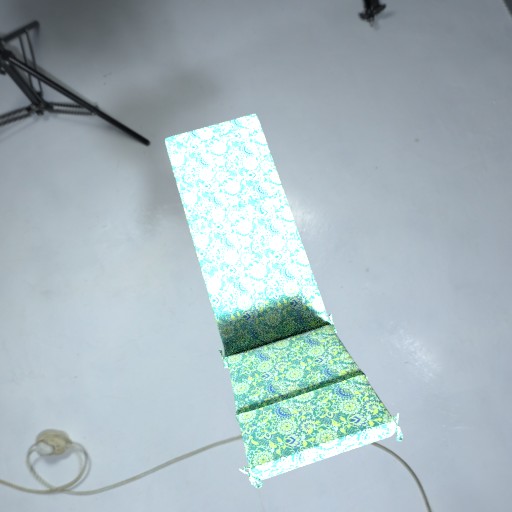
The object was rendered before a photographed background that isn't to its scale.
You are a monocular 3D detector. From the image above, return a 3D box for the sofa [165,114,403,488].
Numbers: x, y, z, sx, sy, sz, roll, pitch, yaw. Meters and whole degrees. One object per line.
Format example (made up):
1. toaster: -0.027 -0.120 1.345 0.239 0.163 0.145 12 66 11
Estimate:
1. sofa: 0.000 0.000 1.946 0.582 0.622 1.663 -17 76 -4
